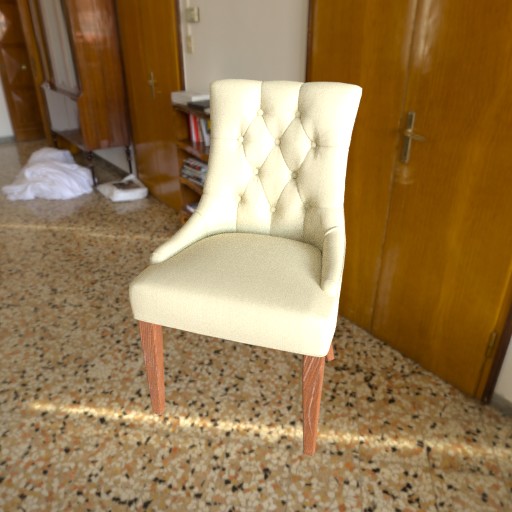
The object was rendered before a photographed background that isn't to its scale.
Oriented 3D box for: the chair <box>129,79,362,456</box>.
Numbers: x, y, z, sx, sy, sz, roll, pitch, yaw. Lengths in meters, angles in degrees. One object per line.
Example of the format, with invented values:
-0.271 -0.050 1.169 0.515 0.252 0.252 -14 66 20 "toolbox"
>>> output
0.000 0.000 1.238 0.509 0.874 0.565 8 28 16 "chair"
